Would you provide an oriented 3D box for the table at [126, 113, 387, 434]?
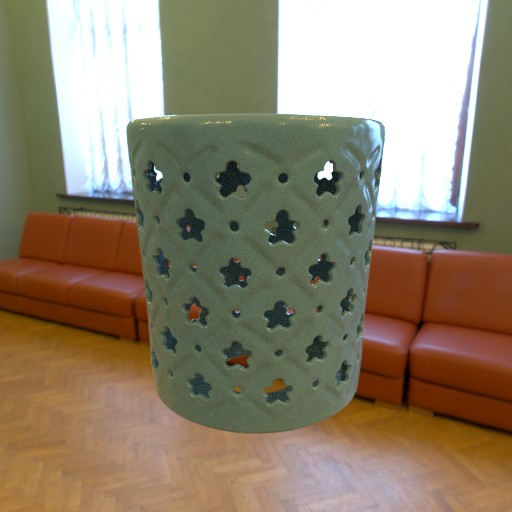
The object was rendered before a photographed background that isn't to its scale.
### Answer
[{"bbox_3d":[0.000,0.000,0.660,0.352,0.387,0.352,0,14,0],"label":"table"}]
